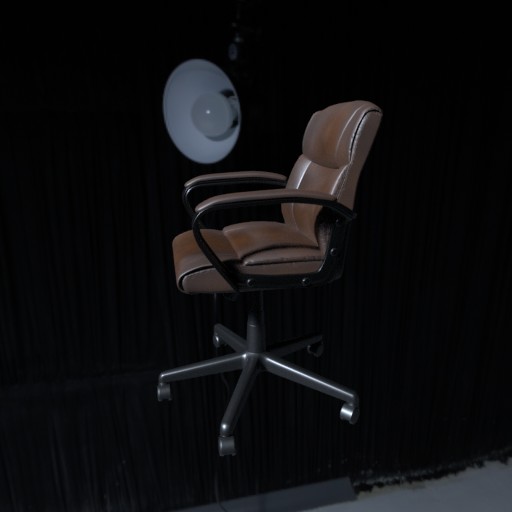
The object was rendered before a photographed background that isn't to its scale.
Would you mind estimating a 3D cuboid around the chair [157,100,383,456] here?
[{"bbox_3d":[0.000,0.000,1.514,0.717,1.004,0.739,-3,17,-11],"label":"chair"}]
